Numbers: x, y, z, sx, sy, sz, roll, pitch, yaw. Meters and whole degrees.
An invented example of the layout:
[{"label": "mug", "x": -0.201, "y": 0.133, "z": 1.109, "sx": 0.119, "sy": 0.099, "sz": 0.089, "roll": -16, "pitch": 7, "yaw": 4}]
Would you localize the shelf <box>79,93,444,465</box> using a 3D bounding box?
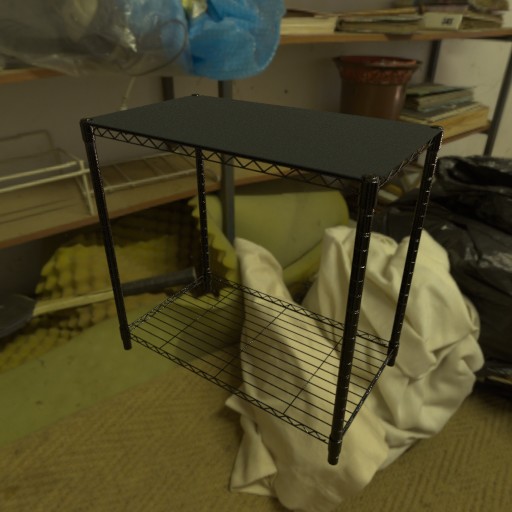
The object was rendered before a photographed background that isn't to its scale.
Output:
[{"label": "shelf", "x": 0.000, "y": 0.000, "z": 0.950, "sx": 0.589, "sy": 0.564, "sz": 0.338, "roll": 19, "pitch": 35, "yaw": 29}]
